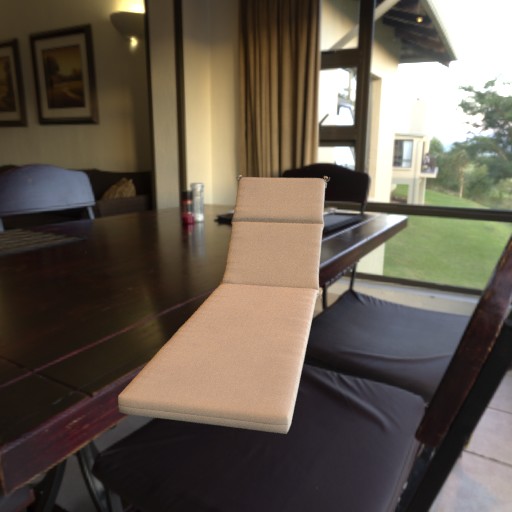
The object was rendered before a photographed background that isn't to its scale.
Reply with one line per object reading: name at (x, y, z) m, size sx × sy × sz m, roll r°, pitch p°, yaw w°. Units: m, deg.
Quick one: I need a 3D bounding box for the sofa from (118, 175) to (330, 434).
sofa at (0.000, 0.000, 1.990) m, size 0.582 × 0.622 × 1.663 m, roll 3°, pitch 14°, yaw 11°
